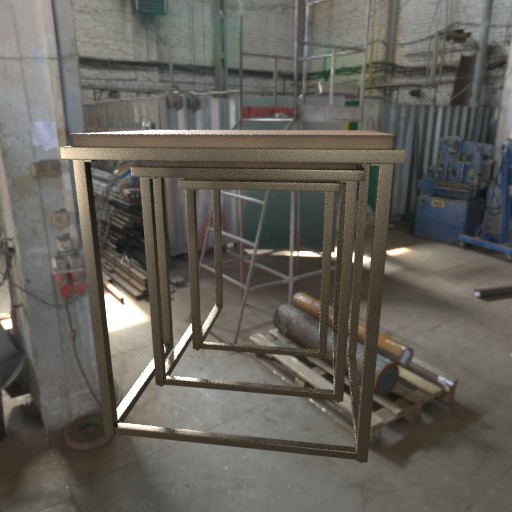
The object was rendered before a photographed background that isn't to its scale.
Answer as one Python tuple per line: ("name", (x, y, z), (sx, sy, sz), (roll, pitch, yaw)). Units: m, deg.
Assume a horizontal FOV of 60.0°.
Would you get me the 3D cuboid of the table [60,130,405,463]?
("table", (0.000, 0.000, 1.119), (0.559, 0.610, 0.706), (3, 17, 8))
